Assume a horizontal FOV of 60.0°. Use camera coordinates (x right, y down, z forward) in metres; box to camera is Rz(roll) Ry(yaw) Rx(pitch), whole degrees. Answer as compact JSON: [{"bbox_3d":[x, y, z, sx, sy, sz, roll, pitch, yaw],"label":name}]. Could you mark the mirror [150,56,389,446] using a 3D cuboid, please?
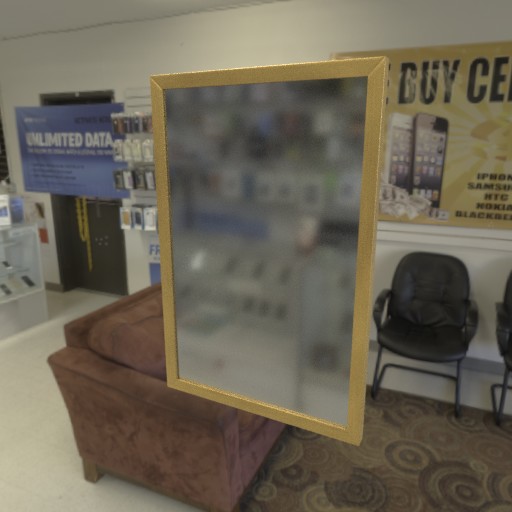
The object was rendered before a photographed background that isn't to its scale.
[{"bbox_3d":[0.000,0.000,1.161,0.609,0.915,0.040,8,16,27],"label":"mirror"}]
